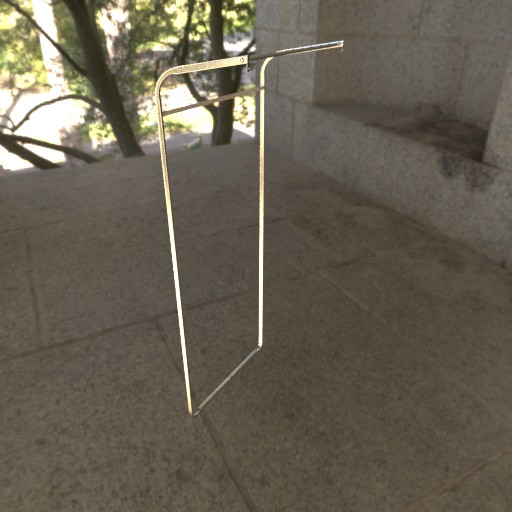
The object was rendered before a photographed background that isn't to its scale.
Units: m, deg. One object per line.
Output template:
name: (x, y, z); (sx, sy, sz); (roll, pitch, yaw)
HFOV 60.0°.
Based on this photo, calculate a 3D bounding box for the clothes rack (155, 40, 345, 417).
clothes rack: (0.000, 0.000, 1.817); (0.349, 1.574, 0.609); (18, 35, 29)
